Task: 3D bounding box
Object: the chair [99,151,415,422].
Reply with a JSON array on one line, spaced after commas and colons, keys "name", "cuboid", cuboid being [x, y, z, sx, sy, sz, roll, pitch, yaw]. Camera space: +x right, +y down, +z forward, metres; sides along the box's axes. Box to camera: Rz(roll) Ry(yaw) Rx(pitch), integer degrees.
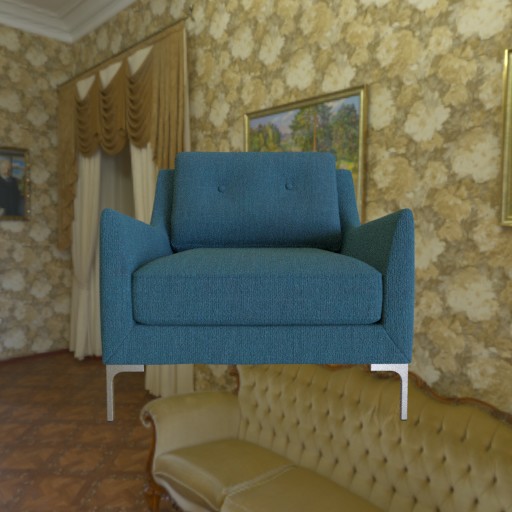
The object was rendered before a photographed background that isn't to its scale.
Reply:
[{"name": "chair", "cuboid": [0.000, 0.000, 1.551, 0.847, 0.828, 0.849, 0, 3, -1]}]
